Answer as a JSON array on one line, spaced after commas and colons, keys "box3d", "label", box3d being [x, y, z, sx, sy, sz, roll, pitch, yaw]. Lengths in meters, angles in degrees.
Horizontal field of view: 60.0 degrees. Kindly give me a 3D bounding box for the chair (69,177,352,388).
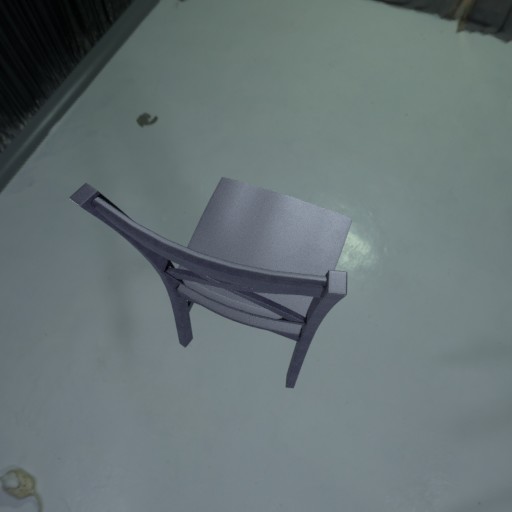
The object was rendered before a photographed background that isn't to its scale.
[{"box3d": [0.000, 0.000, 1.248, 0.485, 0.983, 0.542, 19, 64, 10], "label": "chair"}]
